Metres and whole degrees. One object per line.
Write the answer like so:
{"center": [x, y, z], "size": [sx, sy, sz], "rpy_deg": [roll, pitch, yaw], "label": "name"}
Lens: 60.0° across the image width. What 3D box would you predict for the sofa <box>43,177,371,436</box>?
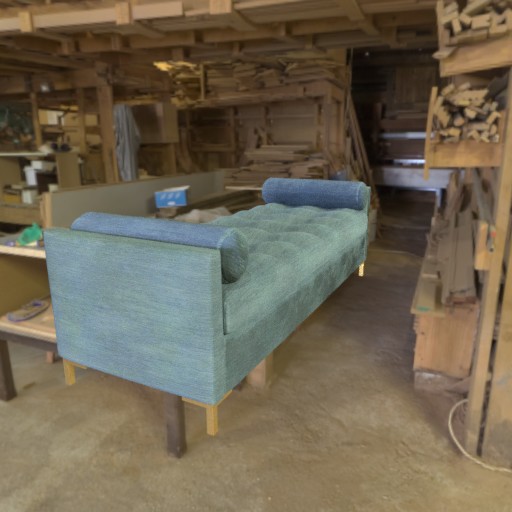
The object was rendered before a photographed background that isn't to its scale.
{"center": [0.000, 0.000, 2.483], "size": [0.796, 0.705, 2.102], "rpy_deg": [8, 17, 26], "label": "sofa"}
